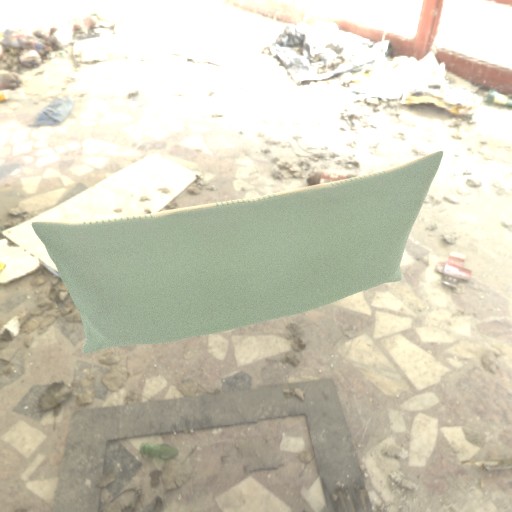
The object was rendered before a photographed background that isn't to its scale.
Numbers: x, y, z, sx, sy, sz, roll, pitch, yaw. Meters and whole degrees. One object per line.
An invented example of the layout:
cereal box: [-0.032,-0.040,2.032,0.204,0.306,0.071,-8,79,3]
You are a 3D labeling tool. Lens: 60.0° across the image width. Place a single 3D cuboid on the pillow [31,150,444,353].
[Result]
pillow: [0.000,0.000,0.723,0.610,0.287,0.151,-12,43,-13]
